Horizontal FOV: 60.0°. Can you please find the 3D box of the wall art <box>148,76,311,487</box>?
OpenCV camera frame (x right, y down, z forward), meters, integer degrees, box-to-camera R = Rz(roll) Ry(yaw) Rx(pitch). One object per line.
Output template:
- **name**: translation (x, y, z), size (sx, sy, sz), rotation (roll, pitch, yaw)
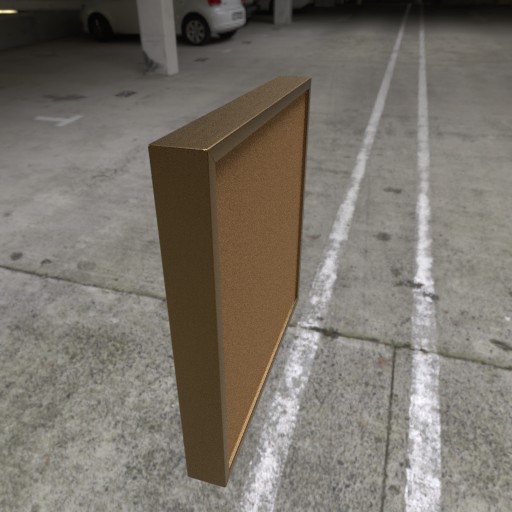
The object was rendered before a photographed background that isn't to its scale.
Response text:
- **wall art**: translation (0.000, 0.000, 0.451), size (0.037, 0.305, 0.305), rotation (9, 30, 15)
